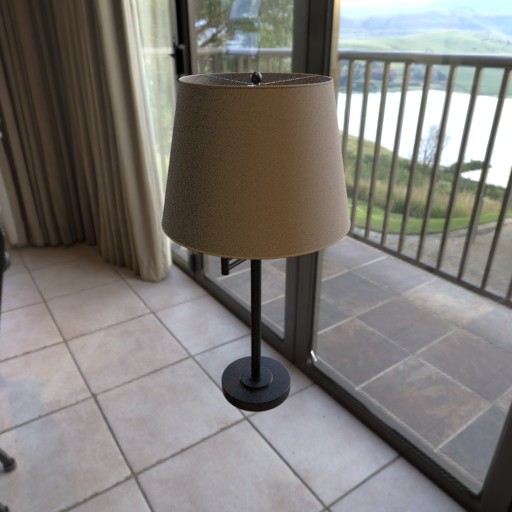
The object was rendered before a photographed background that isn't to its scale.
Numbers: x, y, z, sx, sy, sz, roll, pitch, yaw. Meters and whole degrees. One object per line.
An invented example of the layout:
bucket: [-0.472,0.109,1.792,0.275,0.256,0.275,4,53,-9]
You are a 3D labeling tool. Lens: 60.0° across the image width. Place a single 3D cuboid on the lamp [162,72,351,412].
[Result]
lamp: [0.000,0.000,0.904,0.363,0.696,0.363,0,26,0]
